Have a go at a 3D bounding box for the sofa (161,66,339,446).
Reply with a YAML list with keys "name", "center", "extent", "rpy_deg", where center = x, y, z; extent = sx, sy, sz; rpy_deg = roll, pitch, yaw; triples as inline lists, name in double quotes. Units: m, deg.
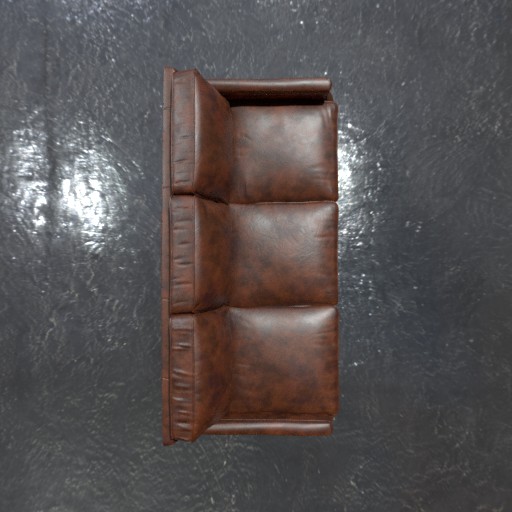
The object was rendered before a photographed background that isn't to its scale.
- name: "sofa"
  center: [0.000, 0.000, 2.867]
  extent: [1.084, 1.003, 2.240]
  rpy_deg: [0, 89, 0]
